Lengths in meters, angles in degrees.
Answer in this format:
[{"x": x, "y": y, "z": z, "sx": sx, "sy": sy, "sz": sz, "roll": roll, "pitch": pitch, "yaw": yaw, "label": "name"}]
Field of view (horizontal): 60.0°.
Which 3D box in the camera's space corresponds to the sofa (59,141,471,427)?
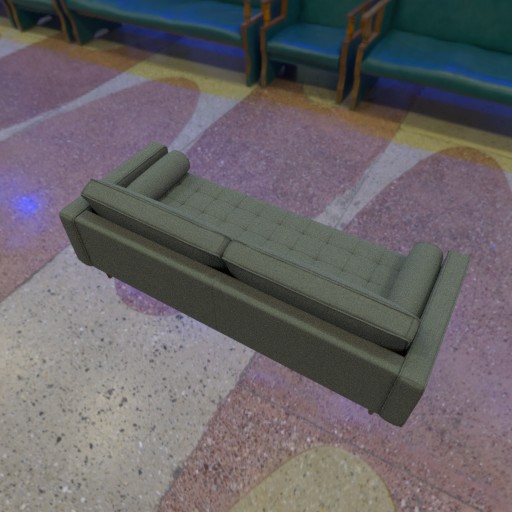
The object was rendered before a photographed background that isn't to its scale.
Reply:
[{"x": 0.000, "y": 0.000, "z": 2.637, "sx": 2.198, "sy": 0.762, "sz": 0.914, "roll": 23, "pitch": 52, "yaw": 20, "label": "sofa"}]
